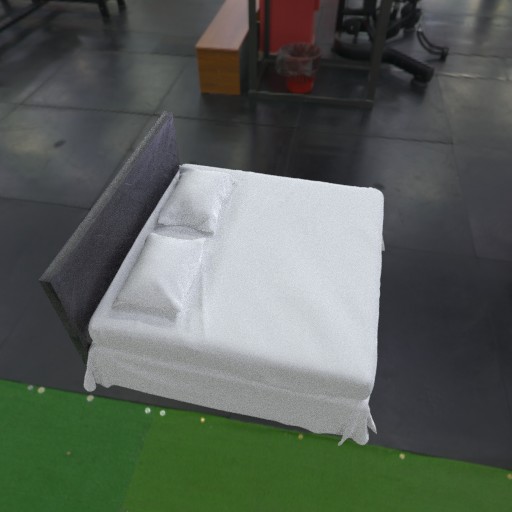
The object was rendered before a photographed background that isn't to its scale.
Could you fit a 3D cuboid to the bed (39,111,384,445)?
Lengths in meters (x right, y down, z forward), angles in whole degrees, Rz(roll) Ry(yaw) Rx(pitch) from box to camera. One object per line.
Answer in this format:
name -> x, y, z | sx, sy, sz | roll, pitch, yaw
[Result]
bed -> 0.000, 0.000, 3.504 | 2.165, 1.158, 2.255 | 10, 47, 9
